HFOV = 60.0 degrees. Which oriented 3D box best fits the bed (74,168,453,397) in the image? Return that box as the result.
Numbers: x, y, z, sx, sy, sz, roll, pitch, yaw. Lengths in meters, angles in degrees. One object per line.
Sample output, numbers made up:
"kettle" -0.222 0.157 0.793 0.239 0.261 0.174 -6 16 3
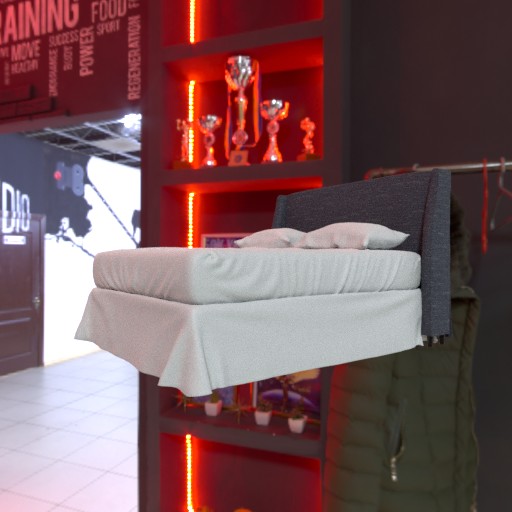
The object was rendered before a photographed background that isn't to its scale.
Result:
"bed" 0.000 0.000 3.419 2.276 1.332 1.925 0 0 -36
